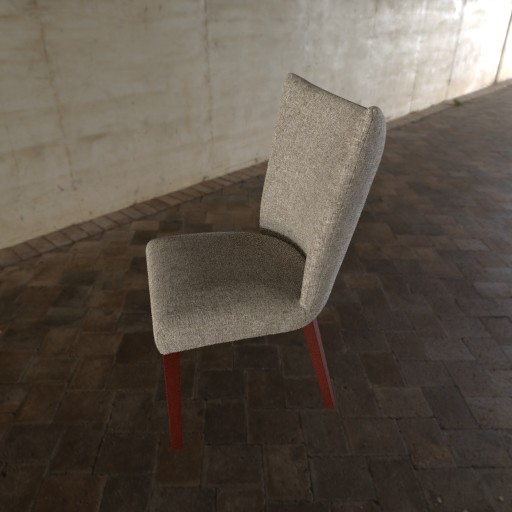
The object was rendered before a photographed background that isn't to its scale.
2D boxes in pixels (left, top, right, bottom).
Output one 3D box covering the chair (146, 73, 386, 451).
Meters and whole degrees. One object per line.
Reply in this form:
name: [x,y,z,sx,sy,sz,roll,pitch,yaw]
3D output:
chair: [0.000,0.000,1.293,0.623,0.924,0.535,-7,30,-13]
